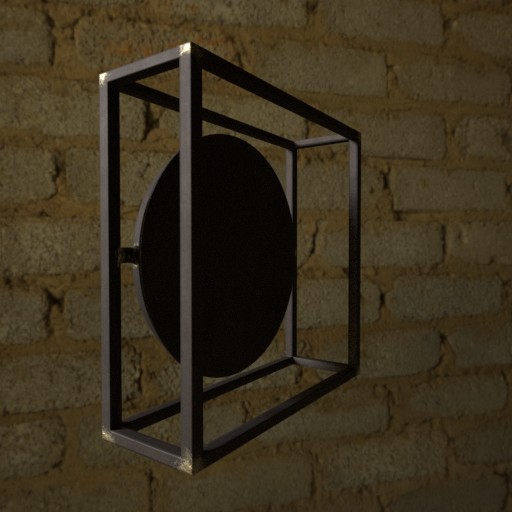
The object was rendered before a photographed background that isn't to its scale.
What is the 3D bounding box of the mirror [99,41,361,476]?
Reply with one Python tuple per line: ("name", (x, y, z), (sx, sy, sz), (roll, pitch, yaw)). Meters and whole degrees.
("mirror", (0.000, 0.000, 0.464), (0.107, 0.303, 0.306), (1, 2, 35))
